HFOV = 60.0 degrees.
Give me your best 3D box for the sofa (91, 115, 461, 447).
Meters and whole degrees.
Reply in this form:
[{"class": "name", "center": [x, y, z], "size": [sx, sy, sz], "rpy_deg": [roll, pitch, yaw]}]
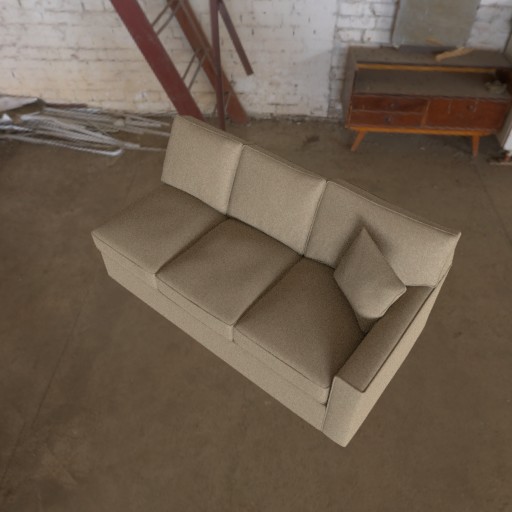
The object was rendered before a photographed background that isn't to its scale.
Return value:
[{"class": "sofa", "center": [0.000, 0.000, 2.684], "size": [1.963, 0.946, 1.034], "rpy_deg": [30, 52, 26]}]
